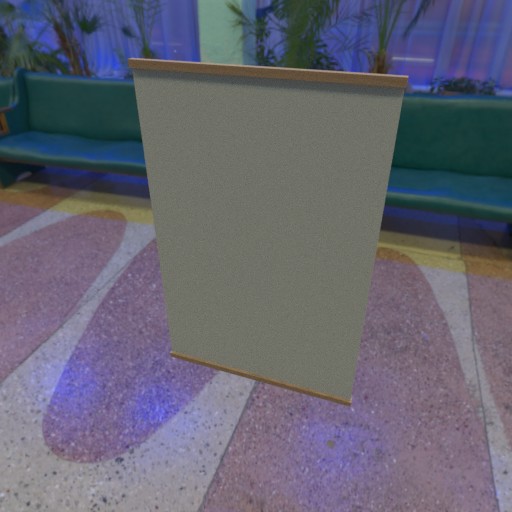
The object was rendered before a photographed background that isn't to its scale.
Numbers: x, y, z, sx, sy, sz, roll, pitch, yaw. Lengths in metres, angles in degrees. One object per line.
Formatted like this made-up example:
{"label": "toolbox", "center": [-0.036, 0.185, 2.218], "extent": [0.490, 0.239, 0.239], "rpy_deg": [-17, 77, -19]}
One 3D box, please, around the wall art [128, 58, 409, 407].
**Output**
{"label": "wall art", "center": [0.000, 0.000, 1.908], "extent": [0.990, 1.519, 0.030], "rpy_deg": [11, 34, 17]}
